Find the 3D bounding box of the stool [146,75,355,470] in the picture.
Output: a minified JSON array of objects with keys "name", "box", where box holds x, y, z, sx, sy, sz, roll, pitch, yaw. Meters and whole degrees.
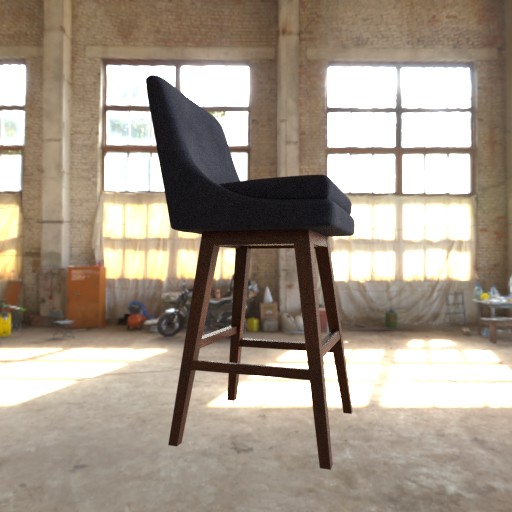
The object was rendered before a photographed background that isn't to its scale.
[{"name":"stool","box":[0.000,0.000,1.404,0.572,1.068,0.489,0,-1,19]}]
